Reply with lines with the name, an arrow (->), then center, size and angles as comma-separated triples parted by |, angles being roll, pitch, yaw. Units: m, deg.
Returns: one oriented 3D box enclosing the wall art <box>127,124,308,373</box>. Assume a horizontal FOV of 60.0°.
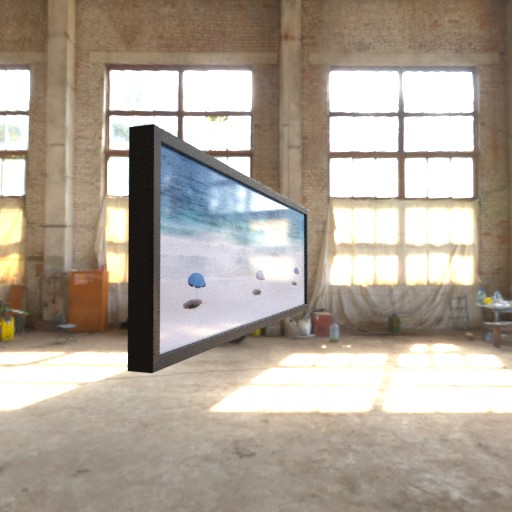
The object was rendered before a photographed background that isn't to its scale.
wall art -> 0.000, 0.000, 0.950 | 0.037, 0.303, 0.860 | 0, -1, 19
